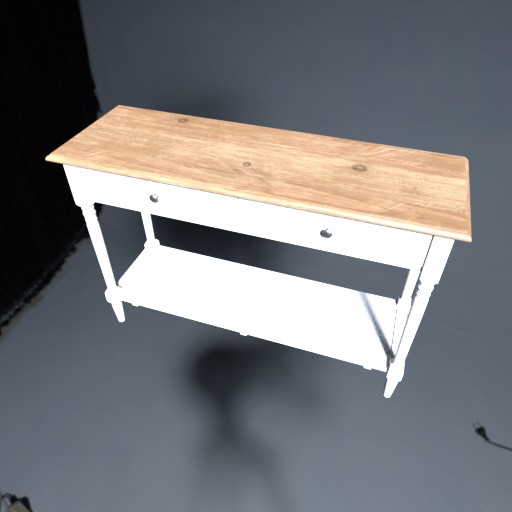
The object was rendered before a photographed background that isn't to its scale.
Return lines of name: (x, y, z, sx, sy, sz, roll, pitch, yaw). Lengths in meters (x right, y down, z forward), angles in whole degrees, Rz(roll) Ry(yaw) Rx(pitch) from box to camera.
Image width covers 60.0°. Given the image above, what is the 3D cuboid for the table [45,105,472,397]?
table: (0.000, 0.000, 1.599, 1.219, 0.800, 0.399, 13, 43, 14)
